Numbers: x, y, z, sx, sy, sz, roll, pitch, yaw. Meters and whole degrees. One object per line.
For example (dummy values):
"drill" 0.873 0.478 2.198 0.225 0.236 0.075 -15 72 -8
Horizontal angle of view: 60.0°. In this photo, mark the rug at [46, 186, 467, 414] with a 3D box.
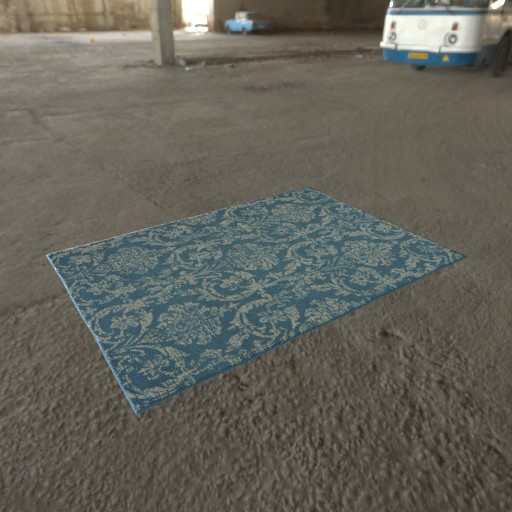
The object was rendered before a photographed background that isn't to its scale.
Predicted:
"rug" 0.000 0.000 2.833 2.205 0.012 1.554 -19 34 -30
